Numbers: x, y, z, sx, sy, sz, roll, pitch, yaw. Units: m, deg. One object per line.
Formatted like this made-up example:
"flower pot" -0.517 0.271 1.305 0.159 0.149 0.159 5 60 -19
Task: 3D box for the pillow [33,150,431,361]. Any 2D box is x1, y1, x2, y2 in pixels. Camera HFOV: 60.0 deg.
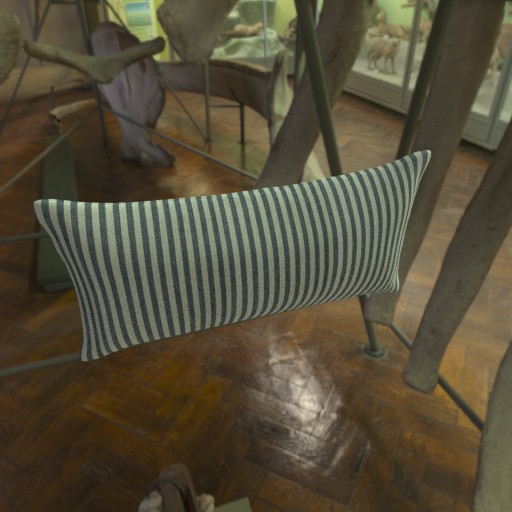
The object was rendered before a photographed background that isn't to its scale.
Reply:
"pillow" 0.000 0.000 0.737 0.617 0.295 0.151 -10 34 -15
